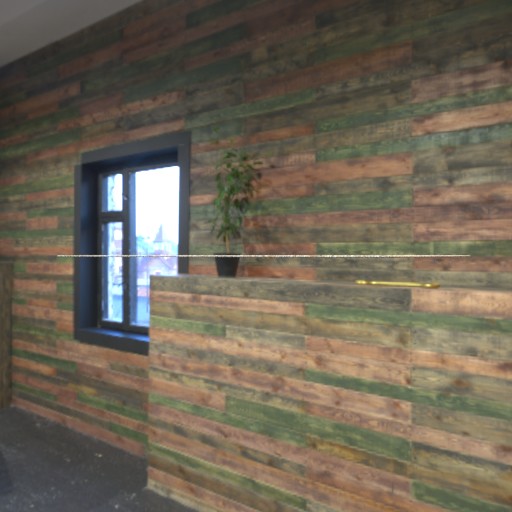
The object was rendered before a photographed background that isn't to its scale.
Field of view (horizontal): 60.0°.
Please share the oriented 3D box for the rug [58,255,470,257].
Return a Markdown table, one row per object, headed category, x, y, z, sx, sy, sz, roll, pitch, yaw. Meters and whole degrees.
| category | x | y | z | sx | sy | sz | roll | pitch | yaw |
| --- | --- | --- | --- | --- | --- | --- | --- | --- | --- |
| rug | 0.000 | 0.000 | 3.080 | 2.446 | 0.009 | 1.529 | 0 | 0 | 36 |
